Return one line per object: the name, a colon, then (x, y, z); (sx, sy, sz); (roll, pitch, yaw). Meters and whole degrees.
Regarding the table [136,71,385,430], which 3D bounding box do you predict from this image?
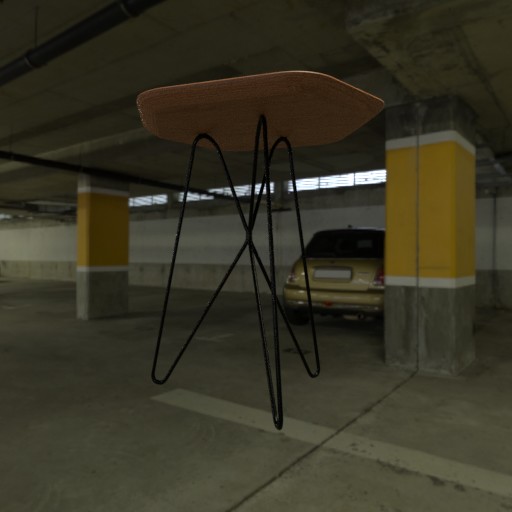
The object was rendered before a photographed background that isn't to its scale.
table: (0.000, 0.000, 0.895); (0.500, 0.562, 0.400); (0, 0, 18)
